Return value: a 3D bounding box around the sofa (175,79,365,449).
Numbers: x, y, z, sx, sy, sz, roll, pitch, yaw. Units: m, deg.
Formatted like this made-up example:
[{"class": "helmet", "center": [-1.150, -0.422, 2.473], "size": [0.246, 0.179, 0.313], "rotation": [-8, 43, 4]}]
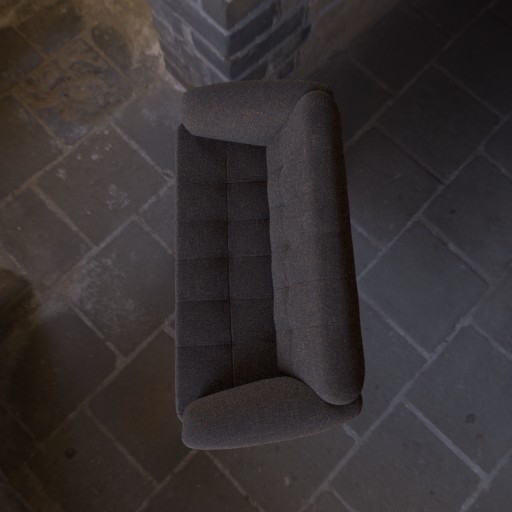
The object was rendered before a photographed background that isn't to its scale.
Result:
[{"class": "sofa", "center": [0.000, 0.000, 2.372], "size": [0.887, 0.790, 1.849], "rotation": [-2, 76, -1]}]
